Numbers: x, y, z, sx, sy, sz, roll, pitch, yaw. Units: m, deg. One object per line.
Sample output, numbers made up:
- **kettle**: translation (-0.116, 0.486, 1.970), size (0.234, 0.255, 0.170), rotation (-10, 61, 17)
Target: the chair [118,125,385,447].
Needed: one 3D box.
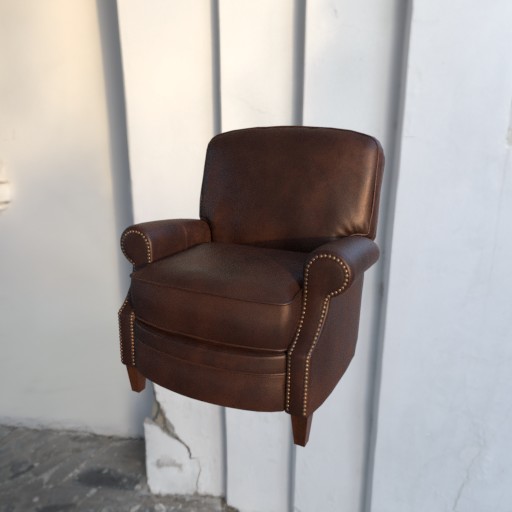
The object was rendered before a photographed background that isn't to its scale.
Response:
- **chair**: translation (0.000, 0.000, 1.793), size (0.936, 1.018, 0.986), rotation (8, 17, 26)
